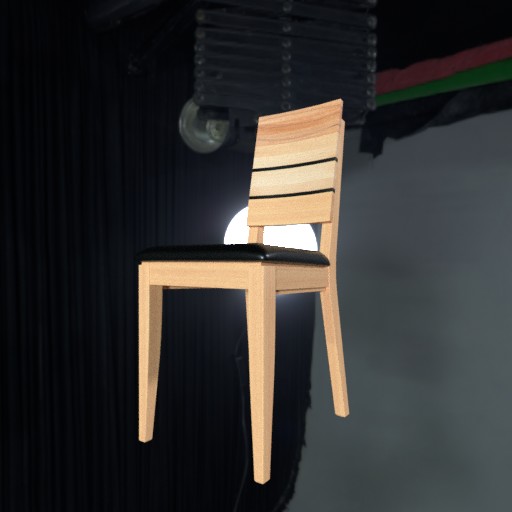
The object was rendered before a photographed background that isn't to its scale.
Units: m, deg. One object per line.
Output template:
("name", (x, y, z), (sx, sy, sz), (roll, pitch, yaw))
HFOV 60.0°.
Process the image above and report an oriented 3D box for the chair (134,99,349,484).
("chair", (0.000, 0.000, 1.218), (0.410, 0.940, 0.520), (0, -1, 35))
